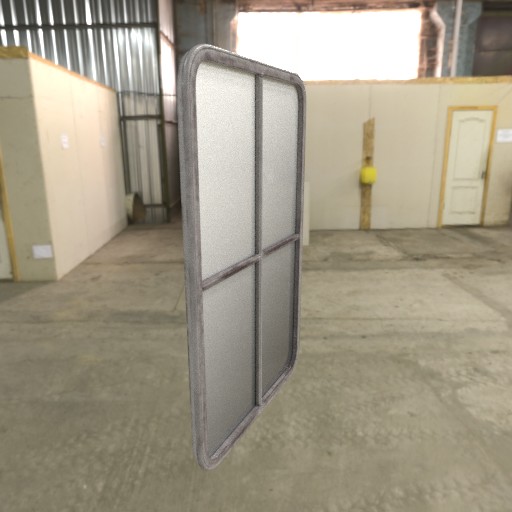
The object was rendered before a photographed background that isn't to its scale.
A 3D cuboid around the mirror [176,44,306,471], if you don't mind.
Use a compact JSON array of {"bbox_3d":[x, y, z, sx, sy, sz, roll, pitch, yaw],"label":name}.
[{"bbox_3d":[0.000,0.000,0.876,0.024,0.713,0.461,7,17,26],"label":"mirror"}]
